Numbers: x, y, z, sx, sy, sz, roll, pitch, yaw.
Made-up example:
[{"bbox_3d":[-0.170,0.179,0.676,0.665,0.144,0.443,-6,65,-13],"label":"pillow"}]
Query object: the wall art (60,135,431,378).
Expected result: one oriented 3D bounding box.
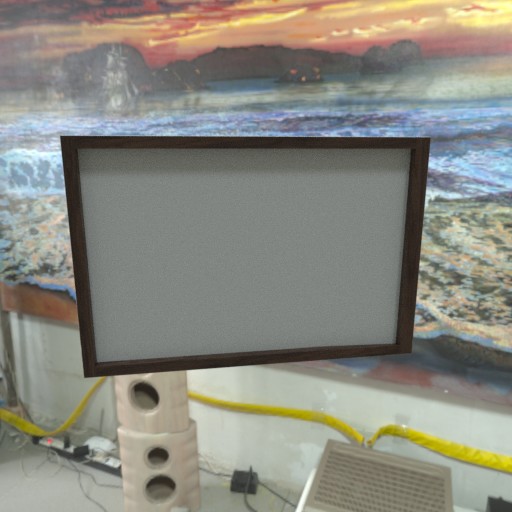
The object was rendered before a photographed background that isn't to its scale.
[{"bbox_3d":[0.000,0.000,1.459,1.138,0.761,0.051,-2,14,-9],"label":"wall art"}]
